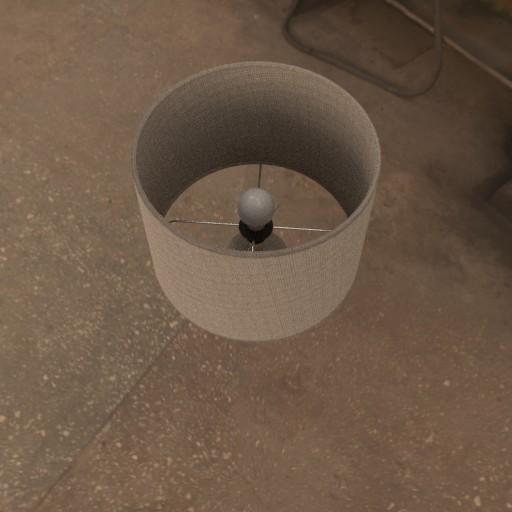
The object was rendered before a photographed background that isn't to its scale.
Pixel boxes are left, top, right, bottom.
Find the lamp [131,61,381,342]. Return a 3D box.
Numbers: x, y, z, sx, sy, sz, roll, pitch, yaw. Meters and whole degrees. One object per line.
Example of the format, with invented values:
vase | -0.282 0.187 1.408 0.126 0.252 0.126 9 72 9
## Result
lamp | 0.000 0.000 0.837 0.367 0.609 0.367 0 62 0
